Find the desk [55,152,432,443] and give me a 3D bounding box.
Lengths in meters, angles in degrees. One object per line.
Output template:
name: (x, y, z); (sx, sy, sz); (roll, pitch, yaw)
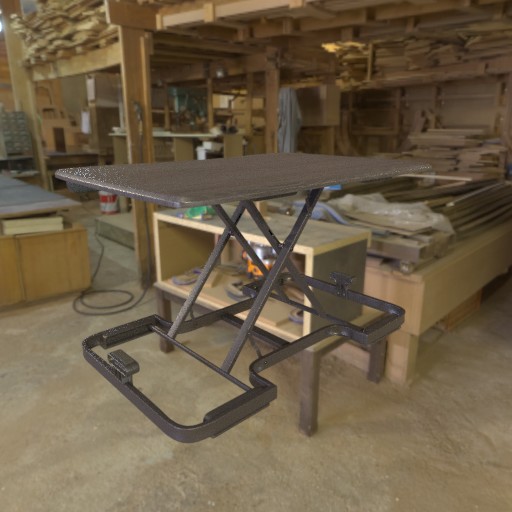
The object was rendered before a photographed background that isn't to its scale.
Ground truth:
desk: (0.000, 0.000, 1.172); (0.820, 0.470, 0.546); (-15, 23, -41)
